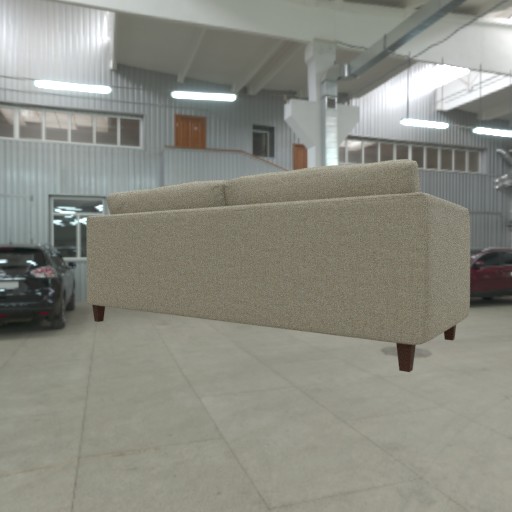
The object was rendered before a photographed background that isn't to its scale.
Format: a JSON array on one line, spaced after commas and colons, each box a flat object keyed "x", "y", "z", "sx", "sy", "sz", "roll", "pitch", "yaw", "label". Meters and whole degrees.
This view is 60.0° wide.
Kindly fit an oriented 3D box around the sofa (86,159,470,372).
[{"x": 0.000, "y": 0.000, "z": 2.907, "sx": 2.434, "sy": 0.965, "sz": 0.951, "roll": 1, "pitch": 1, "yaw": 36, "label": "sofa"}]
